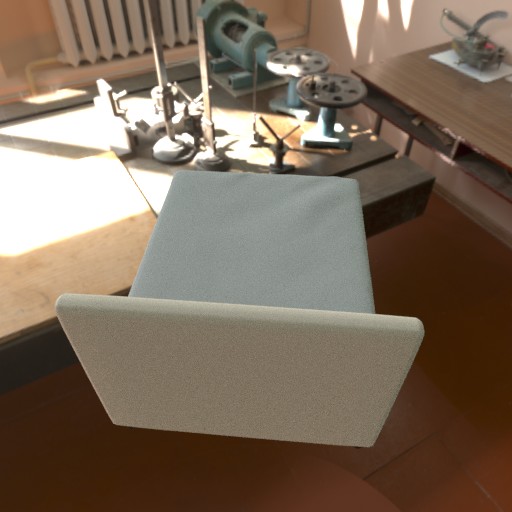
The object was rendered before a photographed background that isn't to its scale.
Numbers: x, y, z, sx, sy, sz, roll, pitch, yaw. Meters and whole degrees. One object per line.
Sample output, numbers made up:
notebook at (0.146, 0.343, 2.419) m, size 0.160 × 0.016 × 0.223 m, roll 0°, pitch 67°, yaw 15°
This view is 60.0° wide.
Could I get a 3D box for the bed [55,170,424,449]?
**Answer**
bed at (0.000, 0.000, 3.162) m, size 1.748 × 1.330 × 2.142 m, roll 4°, pitch 45°, yaw 4°
